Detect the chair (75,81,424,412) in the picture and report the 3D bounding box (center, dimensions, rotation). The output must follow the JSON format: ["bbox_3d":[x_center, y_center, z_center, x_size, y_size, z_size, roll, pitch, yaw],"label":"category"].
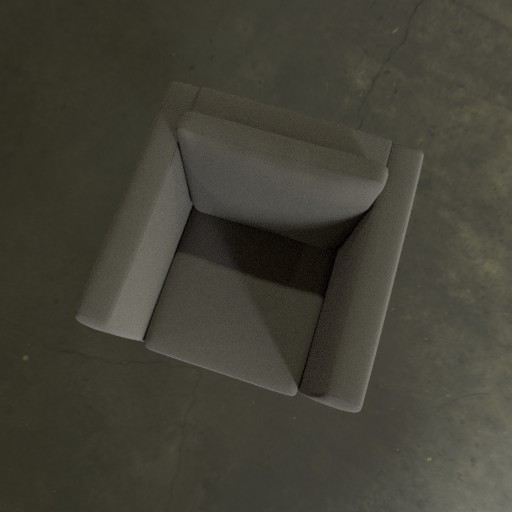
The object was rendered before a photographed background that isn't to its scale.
[{"bbox_3d":[0.000,0.000,1.737,1.000,0.860,0.930,17,77,4],"label":"chair"}]
